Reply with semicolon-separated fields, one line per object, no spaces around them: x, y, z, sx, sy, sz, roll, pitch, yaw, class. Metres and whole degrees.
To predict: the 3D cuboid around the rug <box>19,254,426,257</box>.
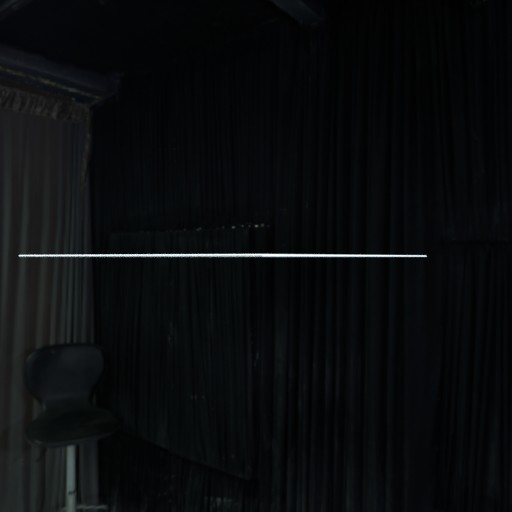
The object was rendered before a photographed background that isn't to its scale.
0.000;0.000;2.749;1.533;0.010;2.142;0;0;35;rug
